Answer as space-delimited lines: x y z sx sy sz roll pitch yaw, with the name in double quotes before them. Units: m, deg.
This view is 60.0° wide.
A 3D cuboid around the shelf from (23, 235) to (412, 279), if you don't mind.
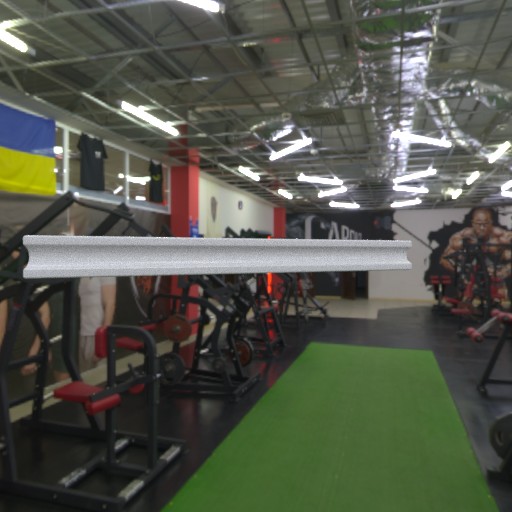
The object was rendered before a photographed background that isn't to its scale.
"shelf" 0.000 0.000 0.446 0.296 0.035 0.296 0 1 19
